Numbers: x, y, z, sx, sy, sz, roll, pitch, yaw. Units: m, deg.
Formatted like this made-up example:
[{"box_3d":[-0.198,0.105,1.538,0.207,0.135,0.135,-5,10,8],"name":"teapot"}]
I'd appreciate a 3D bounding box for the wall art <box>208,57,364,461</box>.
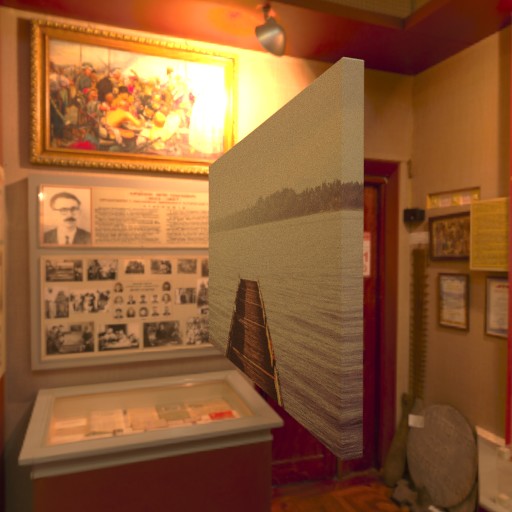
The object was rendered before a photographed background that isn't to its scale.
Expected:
[{"box_3d":[0.000,0.000,1.104,0.037,0.609,0.916,0,1,-19],"name":"wall art"}]
